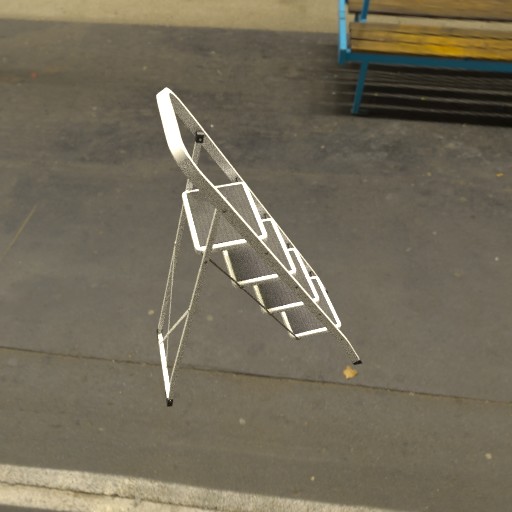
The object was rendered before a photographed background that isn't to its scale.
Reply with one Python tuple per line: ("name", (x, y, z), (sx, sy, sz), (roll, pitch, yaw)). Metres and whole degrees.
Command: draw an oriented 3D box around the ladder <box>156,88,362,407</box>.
("ladder", (0.000, 0.000, 1.691), (0.914, 1.265, 0.460), (-11, 48, -10))
